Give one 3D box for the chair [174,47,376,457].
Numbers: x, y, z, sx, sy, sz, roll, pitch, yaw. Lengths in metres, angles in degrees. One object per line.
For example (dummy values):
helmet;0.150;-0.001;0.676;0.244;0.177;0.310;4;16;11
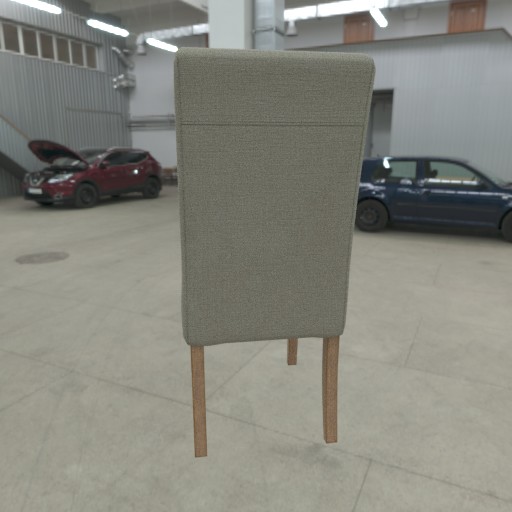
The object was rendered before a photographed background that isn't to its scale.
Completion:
chair;0.000;0.000;1.328;0.450;1.033;0.611;-2;14;-9
